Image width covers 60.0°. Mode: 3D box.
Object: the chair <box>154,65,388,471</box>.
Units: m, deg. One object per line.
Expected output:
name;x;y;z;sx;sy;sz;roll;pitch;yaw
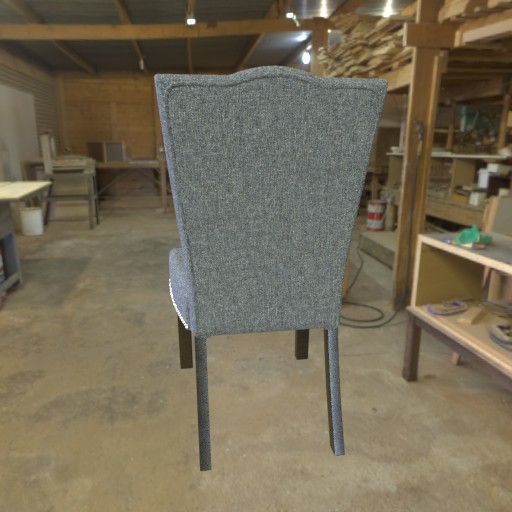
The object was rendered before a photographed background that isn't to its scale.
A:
chair;0.000;0.000;1.280;0.518;0.946;0.589;-2;15;-9
